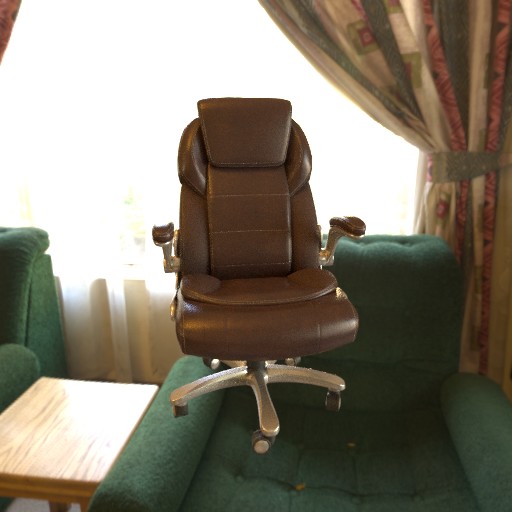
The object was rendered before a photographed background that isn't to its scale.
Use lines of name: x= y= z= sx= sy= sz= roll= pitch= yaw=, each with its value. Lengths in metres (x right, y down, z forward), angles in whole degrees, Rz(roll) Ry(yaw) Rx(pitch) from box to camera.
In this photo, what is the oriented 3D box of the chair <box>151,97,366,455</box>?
chair: x=0.000 y=0.000 z=1.662 sx=0.733 sy=1.160 sz=0.774 roll=-2 pitch=17 yaw=-8
